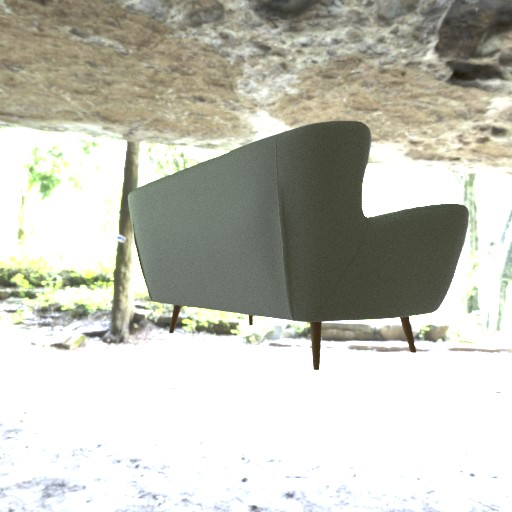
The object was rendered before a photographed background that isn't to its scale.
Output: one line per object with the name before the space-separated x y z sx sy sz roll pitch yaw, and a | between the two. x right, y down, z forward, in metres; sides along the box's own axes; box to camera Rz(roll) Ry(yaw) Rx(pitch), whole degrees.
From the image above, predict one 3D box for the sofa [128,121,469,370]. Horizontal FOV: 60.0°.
sofa | 0.000 0.000 2.376 0.899 0.890 1.930 1 -2 -37
